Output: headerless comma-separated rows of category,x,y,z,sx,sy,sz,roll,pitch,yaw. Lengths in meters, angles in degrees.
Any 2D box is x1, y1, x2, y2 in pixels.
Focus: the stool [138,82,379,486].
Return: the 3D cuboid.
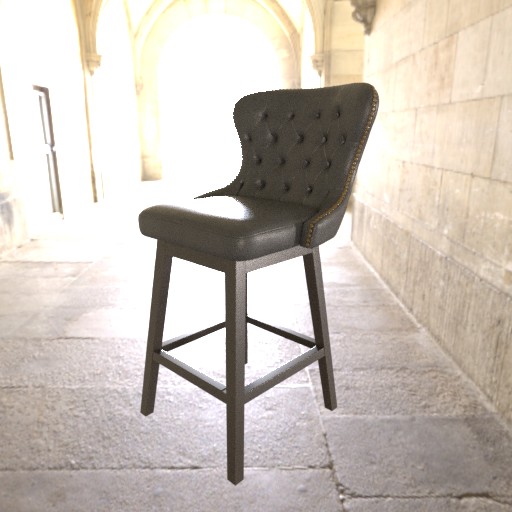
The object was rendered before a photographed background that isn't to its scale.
stool,0.000,0.000,1.305,0.528,0.971,0.593,15,21,42
